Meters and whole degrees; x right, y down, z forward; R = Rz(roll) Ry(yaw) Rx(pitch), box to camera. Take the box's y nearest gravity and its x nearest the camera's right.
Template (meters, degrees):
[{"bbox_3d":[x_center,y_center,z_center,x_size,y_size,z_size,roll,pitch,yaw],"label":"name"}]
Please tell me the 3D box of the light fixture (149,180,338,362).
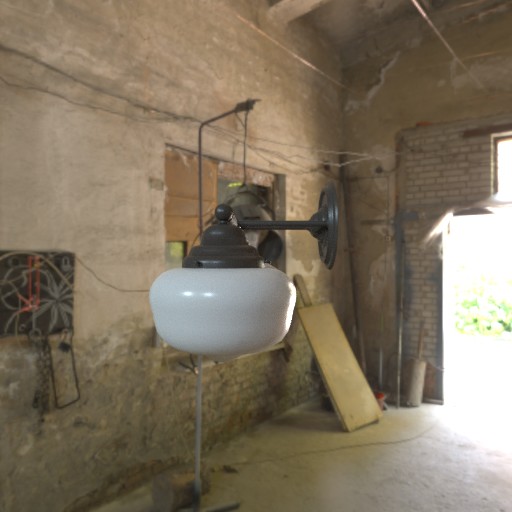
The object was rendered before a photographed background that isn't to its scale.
[{"bbox_3d":[0.000,0.000,0.715,0.239,0.242,0.587,0,0,0],"label":"light fixture"}]
